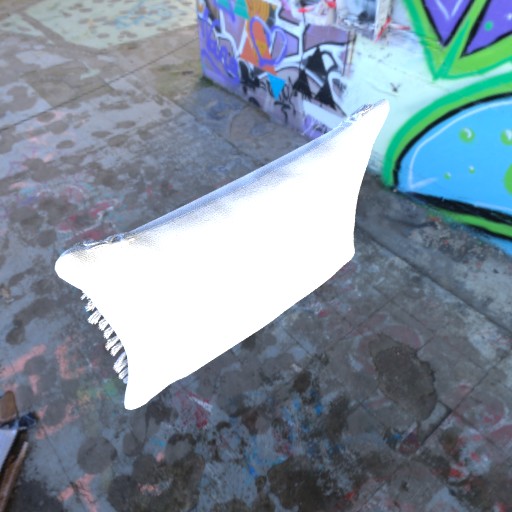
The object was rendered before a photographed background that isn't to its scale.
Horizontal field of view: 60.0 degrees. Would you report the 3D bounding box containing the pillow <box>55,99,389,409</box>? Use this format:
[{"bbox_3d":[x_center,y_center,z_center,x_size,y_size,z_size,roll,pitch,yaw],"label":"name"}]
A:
[{"bbox_3d":[0.000,0.000,0.597,0.466,0.305,0.084,-32,54,-27],"label":"pillow"}]
